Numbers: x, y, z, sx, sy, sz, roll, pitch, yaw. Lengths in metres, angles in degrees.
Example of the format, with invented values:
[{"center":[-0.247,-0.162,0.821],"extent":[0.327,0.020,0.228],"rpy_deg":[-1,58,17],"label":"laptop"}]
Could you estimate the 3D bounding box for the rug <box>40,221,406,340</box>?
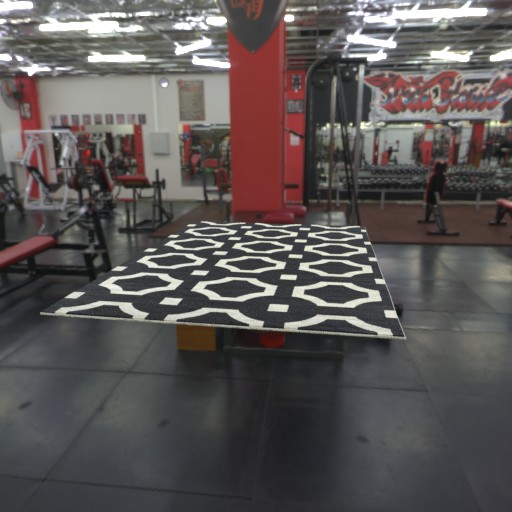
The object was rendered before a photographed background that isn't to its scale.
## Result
[{"center":[0.000,0.000,2.918],"extent":[1.555,0.016,2.286],"rpy_deg":[2,15,9],"label":"rug"}]
